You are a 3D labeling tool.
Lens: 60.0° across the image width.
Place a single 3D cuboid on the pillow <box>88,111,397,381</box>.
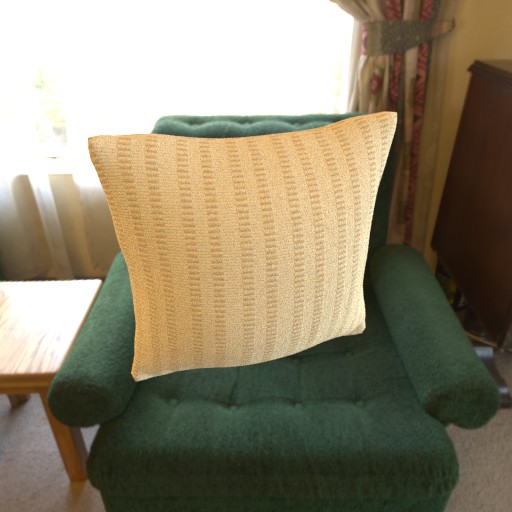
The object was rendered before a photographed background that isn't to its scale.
[{"bbox_3d":[0.000,0.000,0.700,0.438,0.419,0.247,-9,32,-15],"label":"pillow"}]
